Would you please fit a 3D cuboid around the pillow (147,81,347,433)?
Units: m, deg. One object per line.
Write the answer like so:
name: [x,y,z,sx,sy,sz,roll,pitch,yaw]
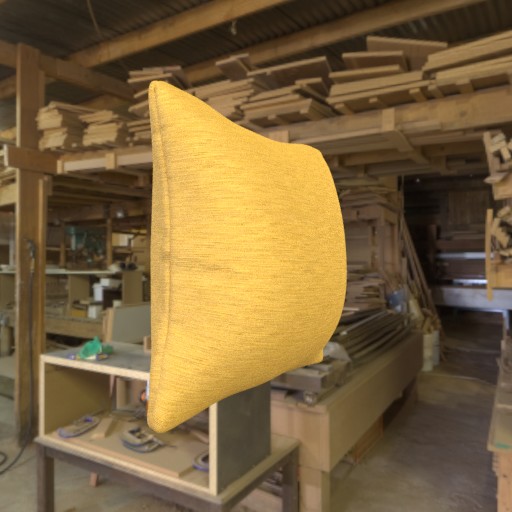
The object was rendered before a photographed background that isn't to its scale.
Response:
pillow: [0.000,0.000,0.694,0.247,0.417,0.435,0,0,34]
